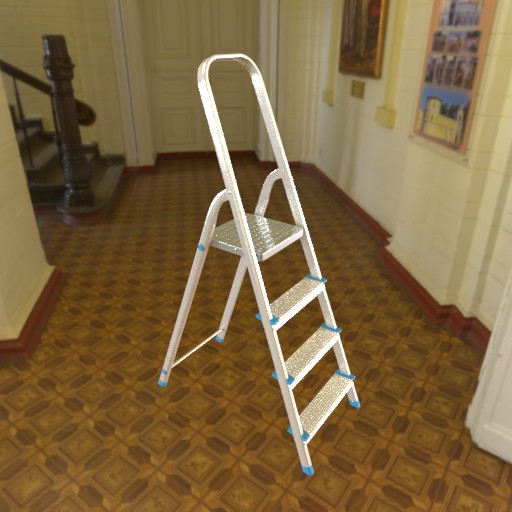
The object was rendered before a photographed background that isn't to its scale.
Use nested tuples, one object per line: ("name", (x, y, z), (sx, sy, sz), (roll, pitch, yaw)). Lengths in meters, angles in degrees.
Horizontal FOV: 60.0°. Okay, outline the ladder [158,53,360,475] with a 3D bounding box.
("ladder", (0.000, 0.000, 1.734), (0.842, 1.434, 0.445), (18, 32, 32))
